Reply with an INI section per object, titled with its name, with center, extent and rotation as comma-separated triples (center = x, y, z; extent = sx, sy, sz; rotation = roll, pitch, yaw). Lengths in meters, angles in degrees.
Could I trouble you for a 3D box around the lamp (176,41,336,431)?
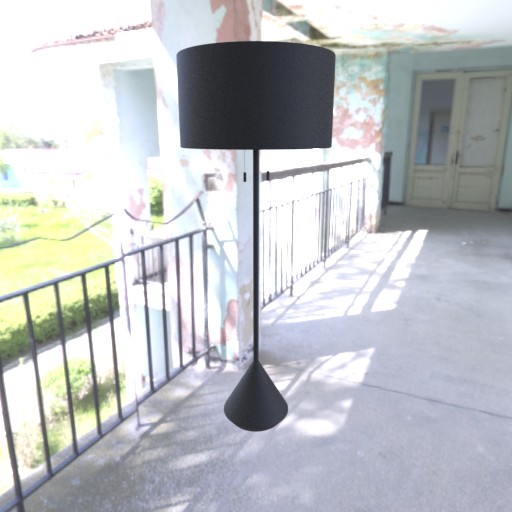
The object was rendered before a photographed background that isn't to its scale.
[lamp]
center = 0.000, 0.000, 1.838
extent = 0.580, 1.526, 0.580
rotation = 8, 17, 26
